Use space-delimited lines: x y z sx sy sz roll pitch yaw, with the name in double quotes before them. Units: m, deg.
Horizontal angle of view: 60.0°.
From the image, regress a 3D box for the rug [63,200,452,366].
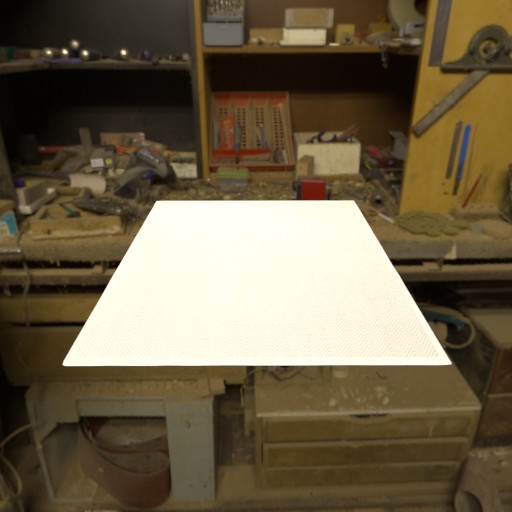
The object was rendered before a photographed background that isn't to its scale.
"rug" 0.000 0.000 4.086 2.423 0.019 3.009 0 27 0
